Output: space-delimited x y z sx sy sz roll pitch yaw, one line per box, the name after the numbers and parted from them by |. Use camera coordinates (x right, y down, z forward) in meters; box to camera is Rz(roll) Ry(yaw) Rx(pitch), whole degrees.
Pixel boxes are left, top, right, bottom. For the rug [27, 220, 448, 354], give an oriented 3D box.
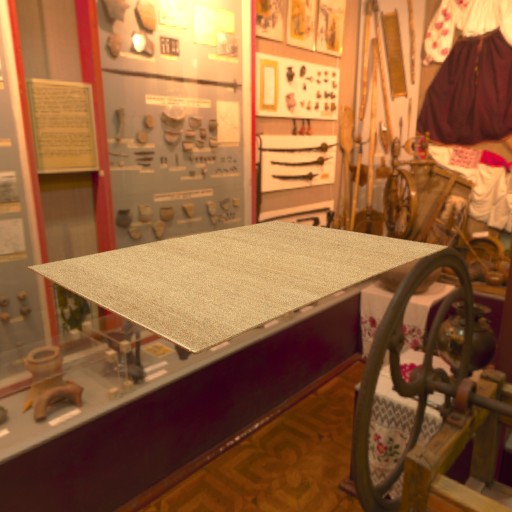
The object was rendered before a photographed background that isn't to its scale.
0.000 0.000 2.888 1.596 0.030 2.283 14 20 42 | rug
